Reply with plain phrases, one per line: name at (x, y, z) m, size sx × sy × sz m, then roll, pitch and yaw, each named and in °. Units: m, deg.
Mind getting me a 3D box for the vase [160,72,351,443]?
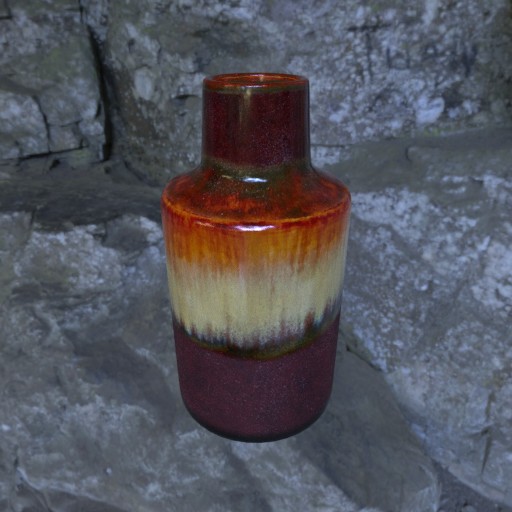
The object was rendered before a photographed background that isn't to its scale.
vase at (0.000, 0.000, 0.271) m, size 0.108 × 0.204 × 0.108 m, roll 0°, pitch 28°, yaw 0°
